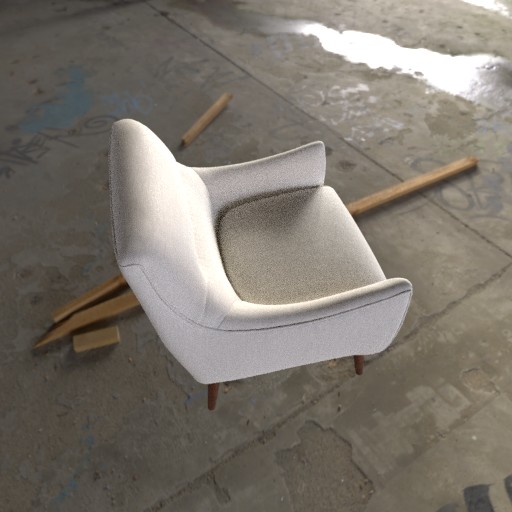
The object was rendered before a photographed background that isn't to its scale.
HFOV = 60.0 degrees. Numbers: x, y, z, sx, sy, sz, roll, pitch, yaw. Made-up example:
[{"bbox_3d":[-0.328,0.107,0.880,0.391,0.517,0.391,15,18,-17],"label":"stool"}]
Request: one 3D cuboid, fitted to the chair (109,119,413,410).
[{"bbox_3d":[0.000,0.000,1.491,0.787,0.838,0.762,-10,48,-9],"label":"chair"}]
